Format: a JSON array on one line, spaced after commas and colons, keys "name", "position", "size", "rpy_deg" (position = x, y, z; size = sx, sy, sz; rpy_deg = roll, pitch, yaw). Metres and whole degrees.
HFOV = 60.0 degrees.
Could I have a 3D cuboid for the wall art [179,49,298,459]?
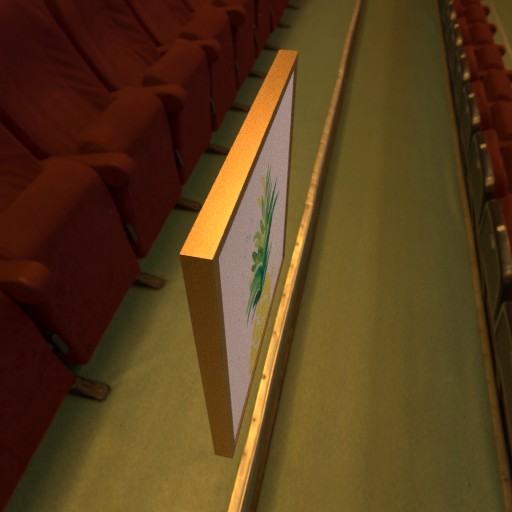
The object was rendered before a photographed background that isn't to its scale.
[{"name": "wall art", "position": [0.000, 0.000, 0.775], "size": [0.033, 0.509, 0.510], "rpy_deg": [9, 47, 9]}]
